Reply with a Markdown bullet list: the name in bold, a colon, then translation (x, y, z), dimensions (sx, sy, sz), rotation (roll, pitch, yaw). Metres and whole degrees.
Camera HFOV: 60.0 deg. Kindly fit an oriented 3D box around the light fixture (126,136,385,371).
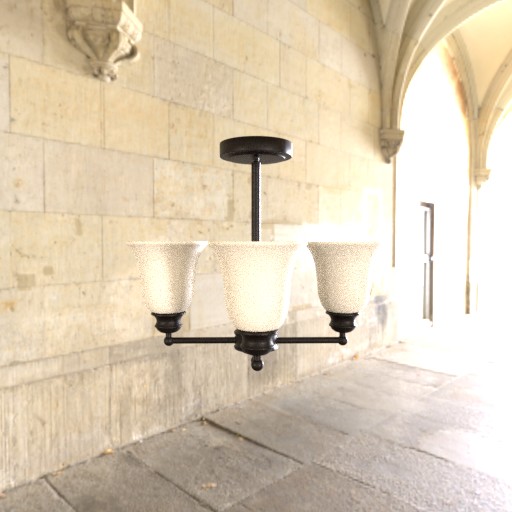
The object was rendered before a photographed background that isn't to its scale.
- **light fixture**: translation (0.000, 0.000, 1.853), dimensions (1.069, 0.925, 1.069), rotation (0, 2, -1)
